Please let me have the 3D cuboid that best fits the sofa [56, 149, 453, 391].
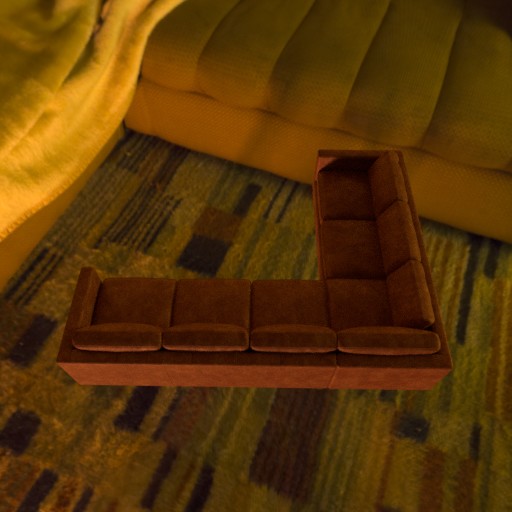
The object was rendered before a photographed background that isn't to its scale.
[{"bbox_3d":[0.000,0.000,4.385,3.150,0.838,2.438,1,57,0],"label":"sofa"}]
